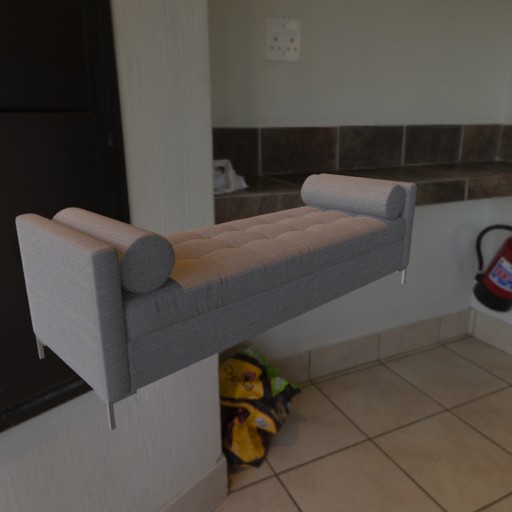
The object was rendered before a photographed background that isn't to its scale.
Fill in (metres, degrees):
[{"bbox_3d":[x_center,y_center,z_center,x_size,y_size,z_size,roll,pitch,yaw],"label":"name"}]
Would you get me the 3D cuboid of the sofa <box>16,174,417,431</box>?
[{"bbox_3d":[0.000,0.000,2.247,1.981,0.635,0.686,-16,24,-42],"label":"sofa"}]
